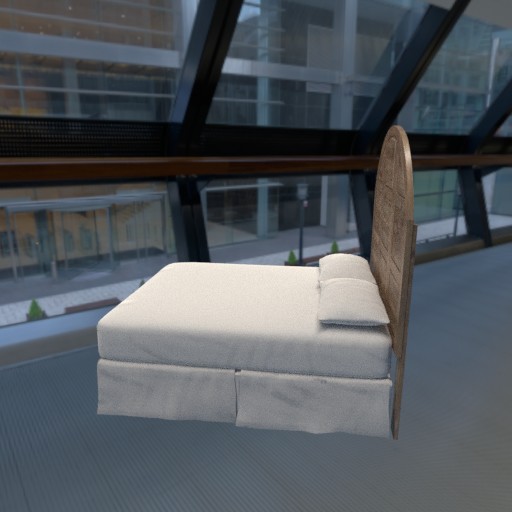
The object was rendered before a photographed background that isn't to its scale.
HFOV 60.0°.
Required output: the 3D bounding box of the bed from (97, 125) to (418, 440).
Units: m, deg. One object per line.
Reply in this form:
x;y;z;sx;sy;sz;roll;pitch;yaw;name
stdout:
0.000;0.000;3.560;2.112;2.002;1.713;2;15;8;bed
